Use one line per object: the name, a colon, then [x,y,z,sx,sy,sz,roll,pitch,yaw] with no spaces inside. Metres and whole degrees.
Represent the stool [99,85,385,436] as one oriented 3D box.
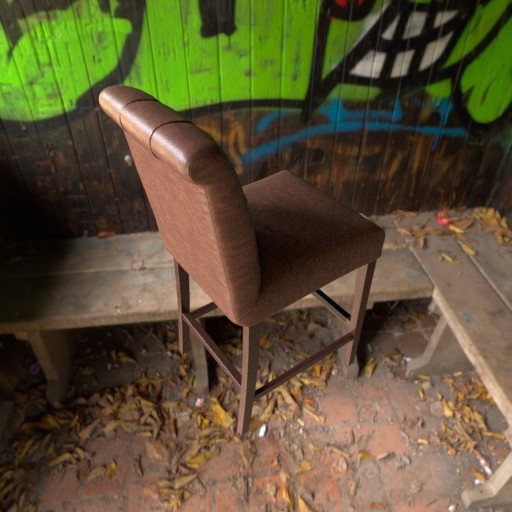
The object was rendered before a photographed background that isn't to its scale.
stool: [0.000,0.000,1.427,0.660,1.084,0.486,-24,45,-27]
